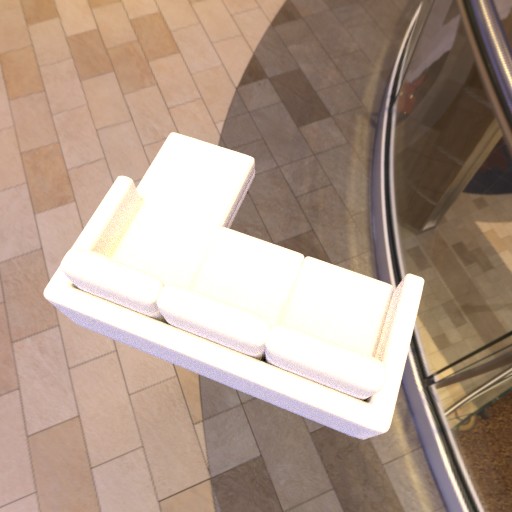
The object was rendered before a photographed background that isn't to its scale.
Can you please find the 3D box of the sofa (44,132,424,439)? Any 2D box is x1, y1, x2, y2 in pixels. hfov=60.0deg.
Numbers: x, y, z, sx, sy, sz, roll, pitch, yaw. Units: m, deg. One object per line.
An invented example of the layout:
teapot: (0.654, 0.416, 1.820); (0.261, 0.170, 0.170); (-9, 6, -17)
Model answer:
sofa: (0.000, 0.000, 2.883); (2.029, 0.899, 1.580); (19, 65, 9)
